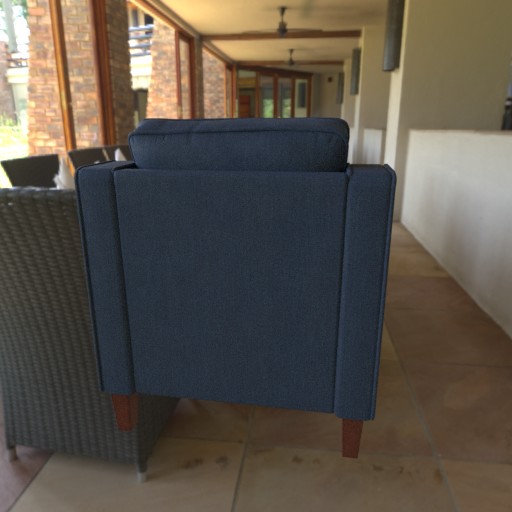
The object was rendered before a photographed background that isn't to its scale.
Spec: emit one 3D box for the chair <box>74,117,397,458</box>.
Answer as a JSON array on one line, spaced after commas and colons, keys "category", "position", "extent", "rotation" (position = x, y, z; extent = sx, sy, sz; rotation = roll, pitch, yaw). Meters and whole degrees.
[{"category": "chair", "position": [0.000, 0.000, 1.624], "extent": [0.831, 0.960, 0.909], "rotation": [3, 16, 9]}]
